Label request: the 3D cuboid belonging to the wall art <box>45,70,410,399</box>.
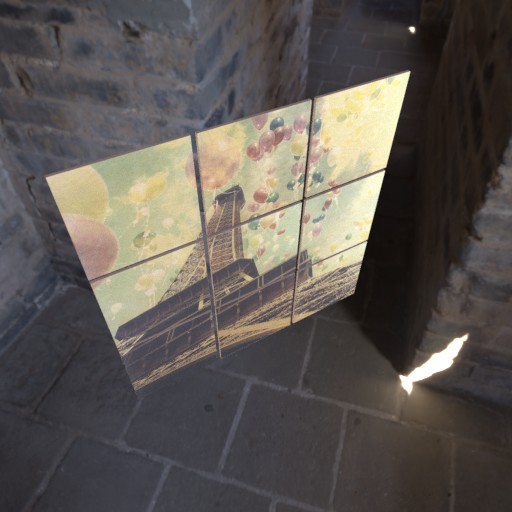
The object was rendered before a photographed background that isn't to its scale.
[{"bbox_3d":[0.000,0.000,1.761,1.219,1.218,0.013,-23,50,-20],"label":"wall art"}]
